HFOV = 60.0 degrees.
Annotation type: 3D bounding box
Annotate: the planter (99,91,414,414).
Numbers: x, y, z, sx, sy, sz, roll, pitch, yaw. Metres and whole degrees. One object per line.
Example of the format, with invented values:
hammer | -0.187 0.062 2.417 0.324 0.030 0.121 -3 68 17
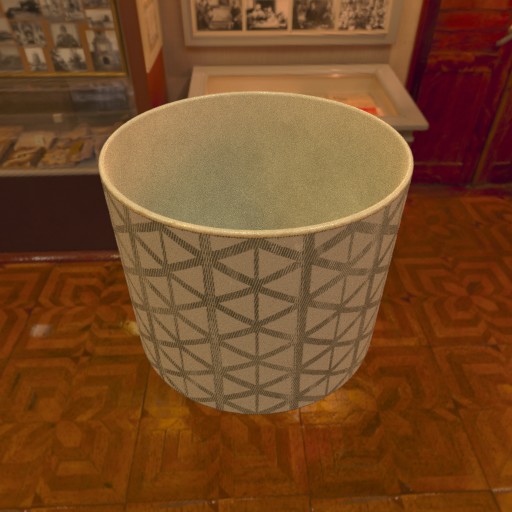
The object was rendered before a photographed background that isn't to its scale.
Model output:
planter | 0.000 0.000 0.333 0.190 0.181 0.190 0 39 0
